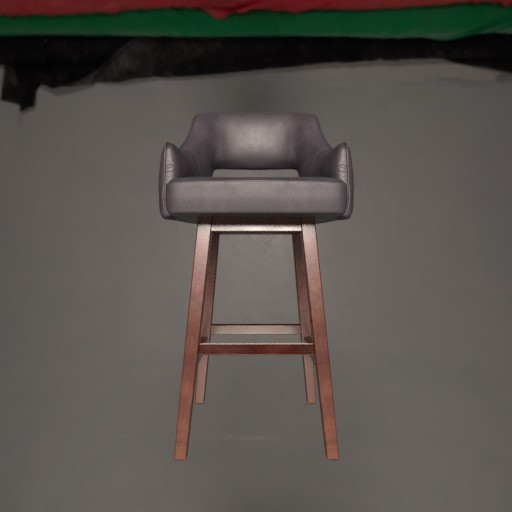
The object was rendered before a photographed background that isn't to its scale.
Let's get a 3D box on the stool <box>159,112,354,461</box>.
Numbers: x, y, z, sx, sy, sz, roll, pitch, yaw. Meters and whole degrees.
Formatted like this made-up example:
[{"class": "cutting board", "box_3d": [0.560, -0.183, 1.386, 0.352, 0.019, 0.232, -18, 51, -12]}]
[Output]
[{"class": "stool", "box_3d": [0.000, 0.000, 1.380, 0.550, 1.041, 0.560, 0, 1, 0]}]
